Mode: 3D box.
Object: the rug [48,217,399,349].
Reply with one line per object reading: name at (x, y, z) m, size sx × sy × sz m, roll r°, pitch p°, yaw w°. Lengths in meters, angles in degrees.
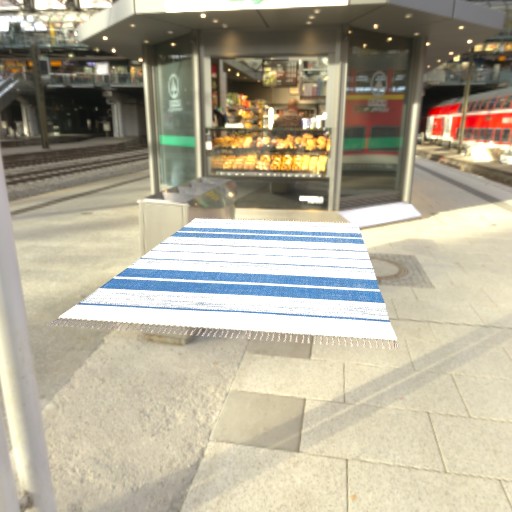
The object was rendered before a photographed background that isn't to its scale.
rug at (0.000, 0.000, 3.036) m, size 1.532 × 0.010 × 2.441 m, roll 2°, pitch 17°, yaw 8°
